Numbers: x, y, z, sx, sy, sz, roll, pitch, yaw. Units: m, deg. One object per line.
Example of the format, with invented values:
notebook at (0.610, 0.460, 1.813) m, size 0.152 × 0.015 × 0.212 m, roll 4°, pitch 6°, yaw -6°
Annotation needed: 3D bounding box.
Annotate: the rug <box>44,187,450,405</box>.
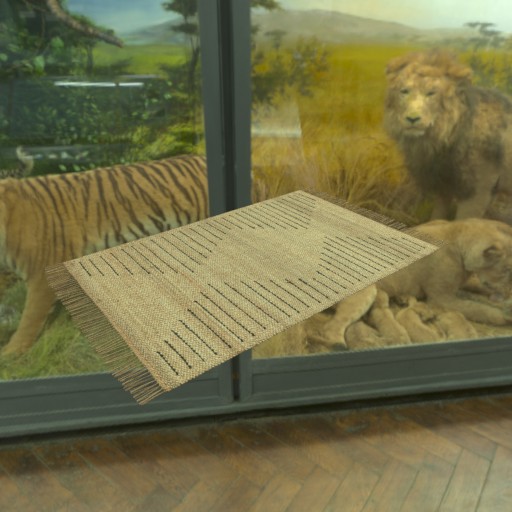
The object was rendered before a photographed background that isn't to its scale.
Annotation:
rug at (0.000, 0.000, 2.568) m, size 2.085 × 0.027 × 1.224 m, roll -21°, pitch 36°, yaw -33°
